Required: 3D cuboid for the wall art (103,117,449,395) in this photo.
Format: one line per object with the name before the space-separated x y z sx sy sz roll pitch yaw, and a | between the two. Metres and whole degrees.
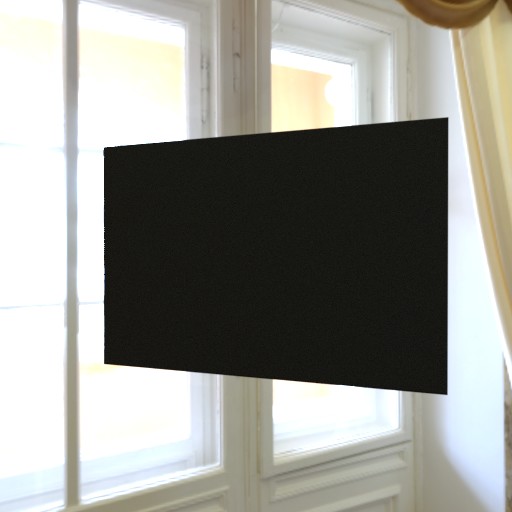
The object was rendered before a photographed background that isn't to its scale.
wall art | 0.000 0.000 1.209 0.964 0.659 0.049 0 0 19
